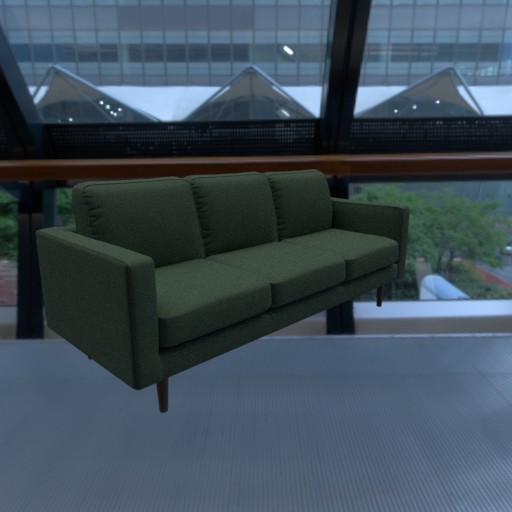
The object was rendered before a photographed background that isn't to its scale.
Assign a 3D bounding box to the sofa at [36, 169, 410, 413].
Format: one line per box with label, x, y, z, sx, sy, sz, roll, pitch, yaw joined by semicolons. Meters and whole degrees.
sofa;0.000;0.000;2.507;0.879;0.899;2.029;14;20;43
